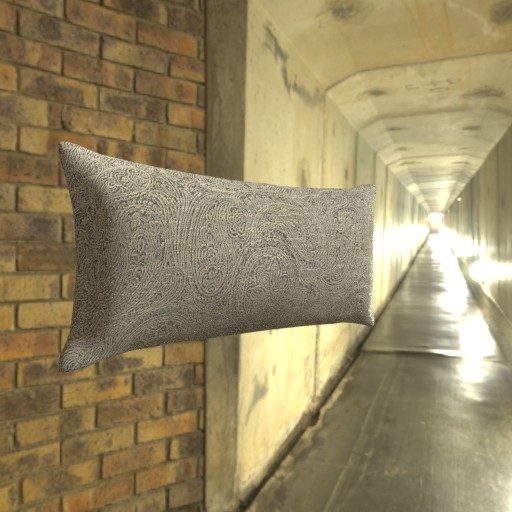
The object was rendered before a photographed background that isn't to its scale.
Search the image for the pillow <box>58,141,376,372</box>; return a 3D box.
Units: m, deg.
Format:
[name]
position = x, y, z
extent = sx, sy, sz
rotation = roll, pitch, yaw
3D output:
[pillow]
position = 0.000, 0.000, 0.739
extent = 0.615, 0.295, 0.151
rotation = 0, 0, -36
